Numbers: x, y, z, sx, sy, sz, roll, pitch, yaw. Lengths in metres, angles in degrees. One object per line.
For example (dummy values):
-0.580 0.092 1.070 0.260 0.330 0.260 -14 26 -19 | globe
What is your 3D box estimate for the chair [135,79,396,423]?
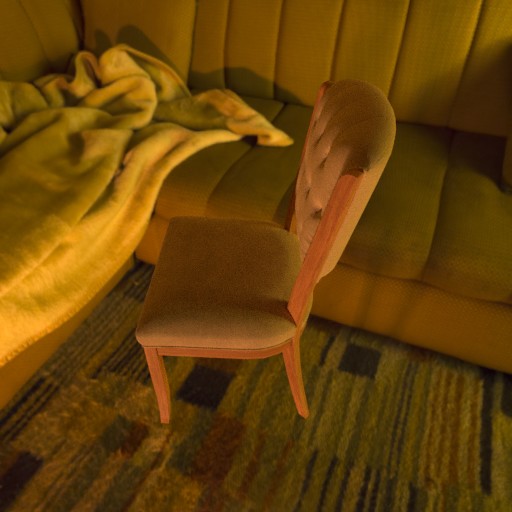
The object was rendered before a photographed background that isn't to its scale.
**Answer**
0.000 0.000 1.239 0.584 0.905 0.513 1 40 1 | chair
